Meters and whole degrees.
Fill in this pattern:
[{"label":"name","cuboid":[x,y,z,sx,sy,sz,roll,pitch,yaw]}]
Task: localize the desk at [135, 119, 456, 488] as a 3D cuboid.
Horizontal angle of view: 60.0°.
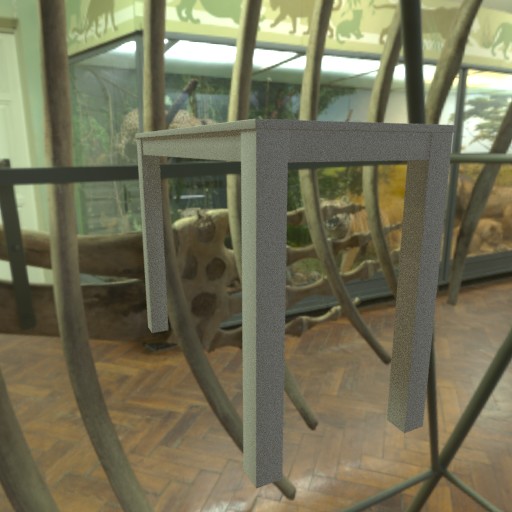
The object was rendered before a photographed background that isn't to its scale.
[{"label":"desk","cuboid":[0.000,0.000,1.397,0.497,0.762,0.990,-7,15,-26]}]
